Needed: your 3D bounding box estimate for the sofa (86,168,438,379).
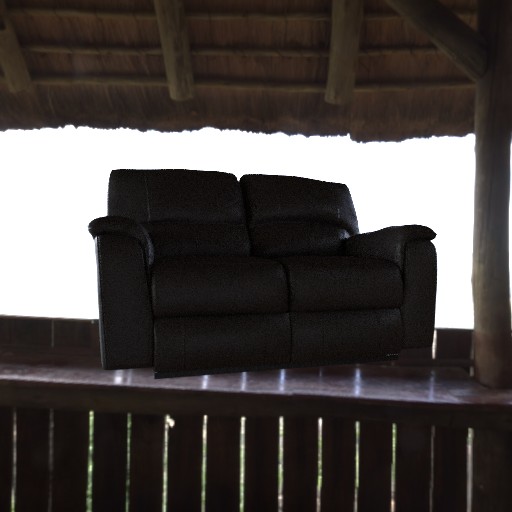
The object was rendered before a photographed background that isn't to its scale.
[{"bbox_3d":[0.000,0.000,2.529,1.765,1.111,1.104,0,0,-17],"label":"sofa"}]
